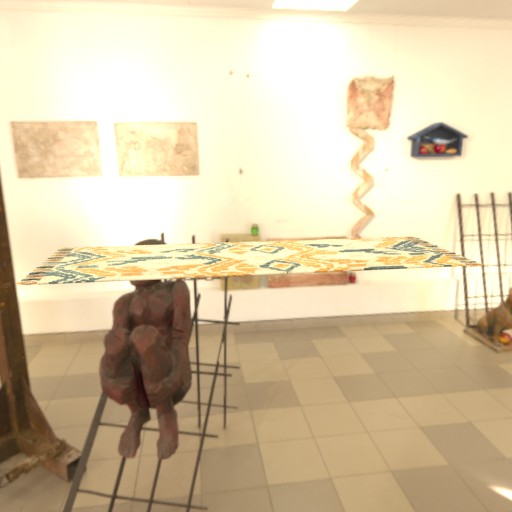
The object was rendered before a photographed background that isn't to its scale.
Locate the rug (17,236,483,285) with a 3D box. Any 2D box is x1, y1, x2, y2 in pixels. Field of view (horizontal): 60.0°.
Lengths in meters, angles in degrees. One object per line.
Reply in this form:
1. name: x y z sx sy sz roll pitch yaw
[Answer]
1. rug: 0.000 0.000 2.655 2.437 0.010 0.783 -2 14 -8
